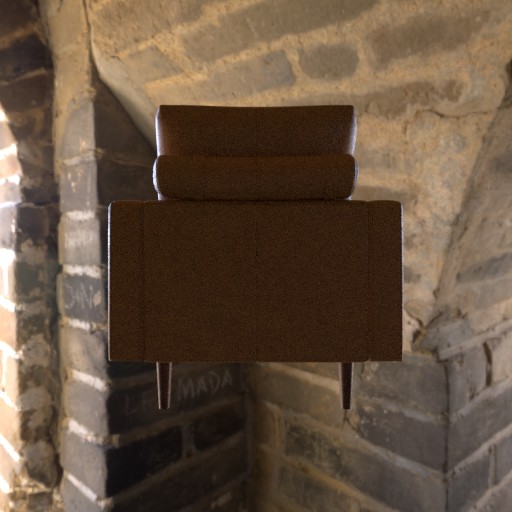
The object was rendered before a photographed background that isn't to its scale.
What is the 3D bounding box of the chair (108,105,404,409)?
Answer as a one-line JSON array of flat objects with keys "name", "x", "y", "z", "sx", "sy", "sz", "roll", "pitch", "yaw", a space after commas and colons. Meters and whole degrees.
[{"name": "chair", "x": 0.000, "y": 0.000, "z": 1.588, "sx": 0.831, "sy": 0.896, "sz": 0.868, "roll": 0, "pitch": -1, "yaw": 0}]
